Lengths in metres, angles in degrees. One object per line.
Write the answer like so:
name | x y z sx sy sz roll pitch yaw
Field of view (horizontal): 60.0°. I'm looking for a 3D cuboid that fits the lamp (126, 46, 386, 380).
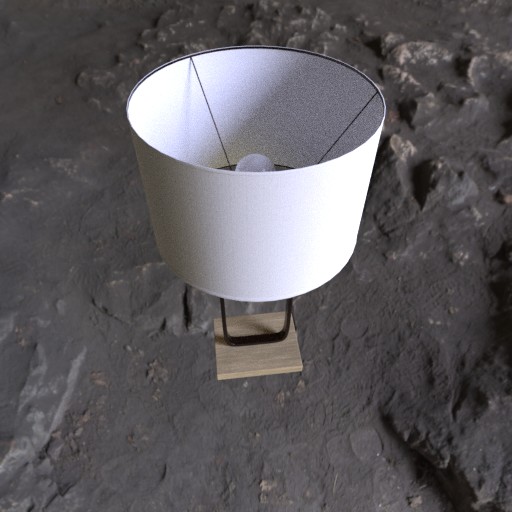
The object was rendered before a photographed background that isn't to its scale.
lamp | 0.000 0.000 0.670 0.279 0.508 0.279 -5 47 -5
